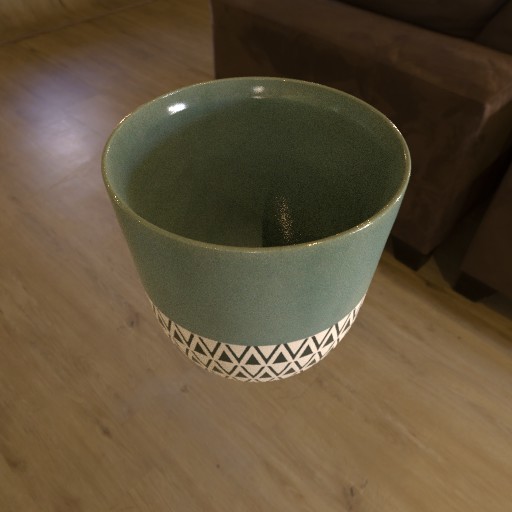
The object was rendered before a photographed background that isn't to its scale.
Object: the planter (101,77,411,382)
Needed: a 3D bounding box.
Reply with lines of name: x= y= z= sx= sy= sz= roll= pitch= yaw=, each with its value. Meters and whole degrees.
planter: x=0.000 y=0.000 z=0.368 sx=0.198 sy=0.214 sz=0.198 roll=0 pitch=46 yaw=0
